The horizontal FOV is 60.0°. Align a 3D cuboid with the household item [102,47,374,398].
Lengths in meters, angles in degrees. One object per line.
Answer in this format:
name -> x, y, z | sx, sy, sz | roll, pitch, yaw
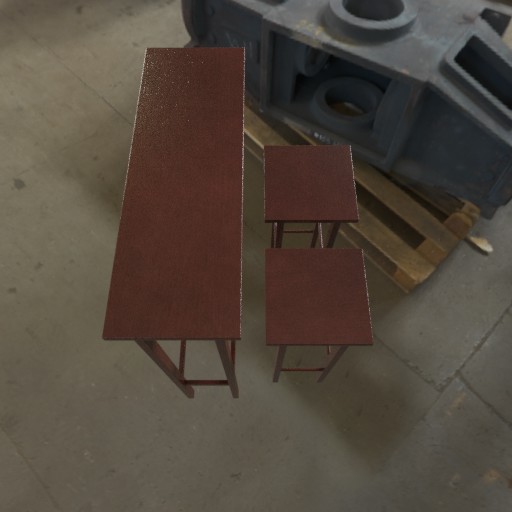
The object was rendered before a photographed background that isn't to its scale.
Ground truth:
household item -> 0.000, 0.000, 1.649 | 0.676, 1.067, 0.914 | 0, 64, 0
